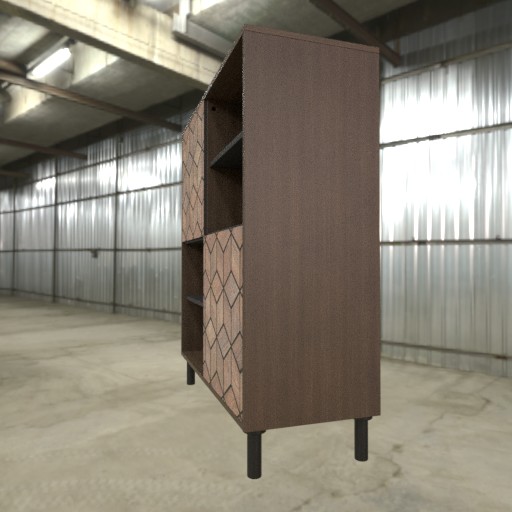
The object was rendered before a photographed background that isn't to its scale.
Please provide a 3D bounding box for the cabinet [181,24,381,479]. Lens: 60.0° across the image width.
[{"bbox_3d":[0.000,0.000,1.664,0.400,1.170,1.010,0,-1,-19],"label":"cabinet"}]
